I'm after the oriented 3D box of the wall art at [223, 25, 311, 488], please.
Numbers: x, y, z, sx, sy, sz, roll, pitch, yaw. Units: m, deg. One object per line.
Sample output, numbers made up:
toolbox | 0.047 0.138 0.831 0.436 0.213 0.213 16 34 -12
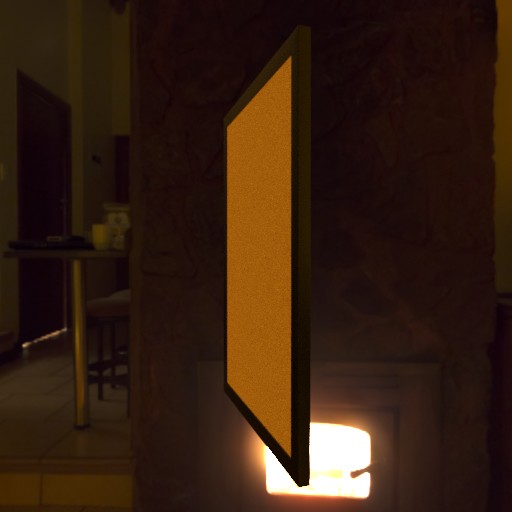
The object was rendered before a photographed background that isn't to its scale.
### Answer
wall art | 0.000 0.000 0.560 0.013 0.432 0.304 0 1 -17
